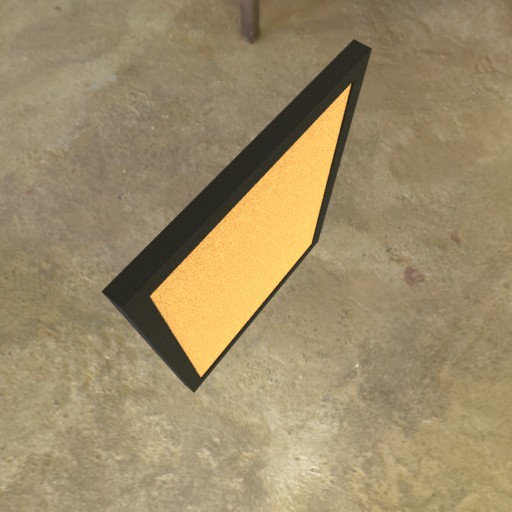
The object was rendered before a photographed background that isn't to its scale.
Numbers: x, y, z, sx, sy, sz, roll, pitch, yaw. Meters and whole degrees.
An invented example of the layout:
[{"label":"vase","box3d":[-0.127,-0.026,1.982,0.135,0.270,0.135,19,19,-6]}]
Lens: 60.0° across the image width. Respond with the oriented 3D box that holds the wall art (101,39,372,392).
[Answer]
[{"label":"wall art","box3d":[0.000,0.000,0.764,0.029,0.559,0.457,36,70,15]}]
